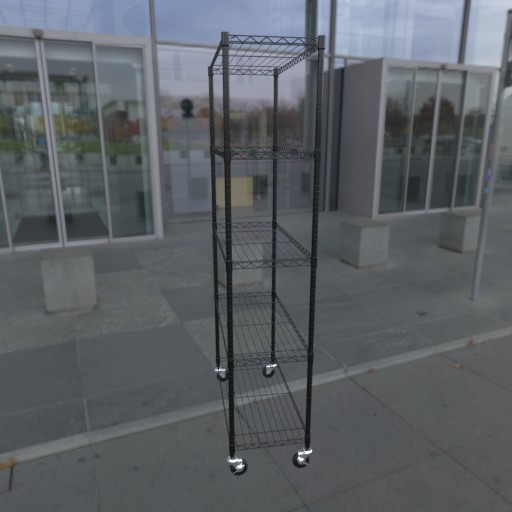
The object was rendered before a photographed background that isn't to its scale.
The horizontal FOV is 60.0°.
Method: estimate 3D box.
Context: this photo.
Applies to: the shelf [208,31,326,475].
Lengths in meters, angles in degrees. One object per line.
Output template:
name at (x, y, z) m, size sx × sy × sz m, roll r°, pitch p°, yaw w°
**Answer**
shelf at (0.000, 0.000, 1.958) m, size 0.356 × 1.645 × 0.762 m, roll -2°, pitch 15°, yaw -9°
